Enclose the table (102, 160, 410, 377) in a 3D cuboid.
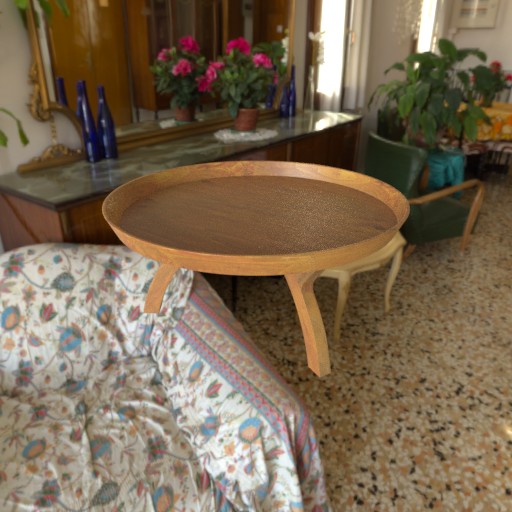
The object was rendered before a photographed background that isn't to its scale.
[{"bbox_3d":[0.000,0.000,1.631,1.016,0.470,1.016,0,26,0],"label":"table"}]
